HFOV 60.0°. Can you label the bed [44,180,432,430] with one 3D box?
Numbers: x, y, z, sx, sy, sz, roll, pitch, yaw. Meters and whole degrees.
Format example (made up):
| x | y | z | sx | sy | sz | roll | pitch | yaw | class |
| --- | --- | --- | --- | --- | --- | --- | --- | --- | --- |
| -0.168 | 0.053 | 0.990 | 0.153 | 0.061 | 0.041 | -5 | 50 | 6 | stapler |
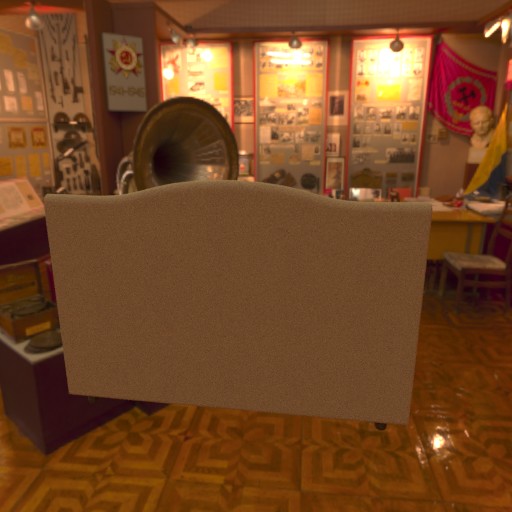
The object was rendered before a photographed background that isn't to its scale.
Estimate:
| x | y | z | sx | sy | sz | roll | pitch | yaw | class |
| --- | --- | --- | --- | --- | --- | --- | --- | --- | --- |
| 0.000 | 0.000 | 3.507 | 2.083 | 1.421 | 2.182 | 2 | 16 | 8 | bed |
